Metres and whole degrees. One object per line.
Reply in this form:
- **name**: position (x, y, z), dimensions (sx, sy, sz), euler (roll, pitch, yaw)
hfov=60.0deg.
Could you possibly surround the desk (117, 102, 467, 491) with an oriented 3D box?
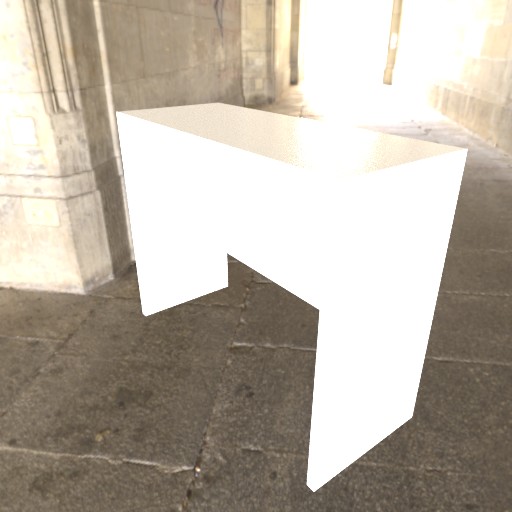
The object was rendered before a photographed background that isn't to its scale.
- **desk**: position (0.000, 0.000, 1.389), dimensions (0.400, 0.790, 1.000), euler (-18, 31, -33)
